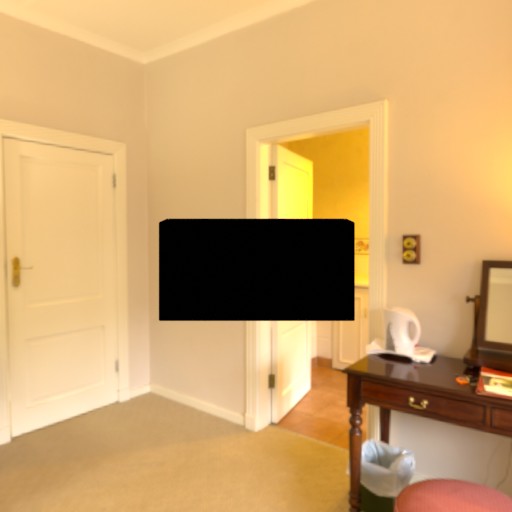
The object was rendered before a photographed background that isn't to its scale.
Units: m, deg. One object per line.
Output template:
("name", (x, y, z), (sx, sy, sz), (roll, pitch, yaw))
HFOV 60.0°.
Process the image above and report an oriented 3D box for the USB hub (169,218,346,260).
("USB hub", (0.000, 0.000, 0.162), (0.044, 0.023, 0.145), (0, 3, 0))
